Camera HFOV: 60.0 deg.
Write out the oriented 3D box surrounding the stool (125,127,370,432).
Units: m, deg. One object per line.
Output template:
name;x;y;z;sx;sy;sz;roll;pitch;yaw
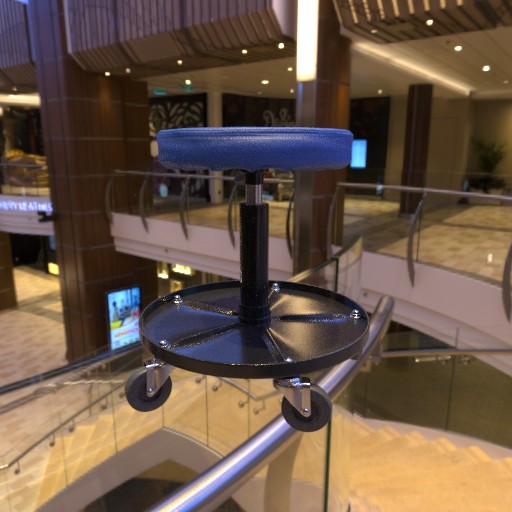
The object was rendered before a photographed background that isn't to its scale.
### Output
stool;0.000;0.000;0.673;0.381;0.365;0.382;-2;14;-9
